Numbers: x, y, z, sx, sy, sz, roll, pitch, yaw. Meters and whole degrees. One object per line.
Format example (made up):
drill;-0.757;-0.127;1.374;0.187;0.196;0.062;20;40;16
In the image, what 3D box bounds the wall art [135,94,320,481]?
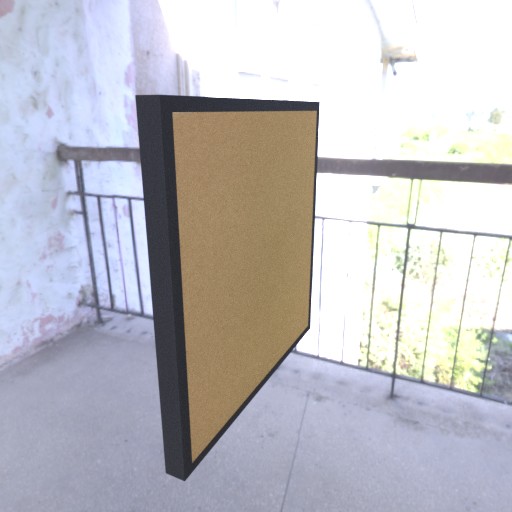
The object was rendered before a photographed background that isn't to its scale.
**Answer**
wall art;0.000;0.000;0.761;0.033;0.507;0.508;9;20;25
